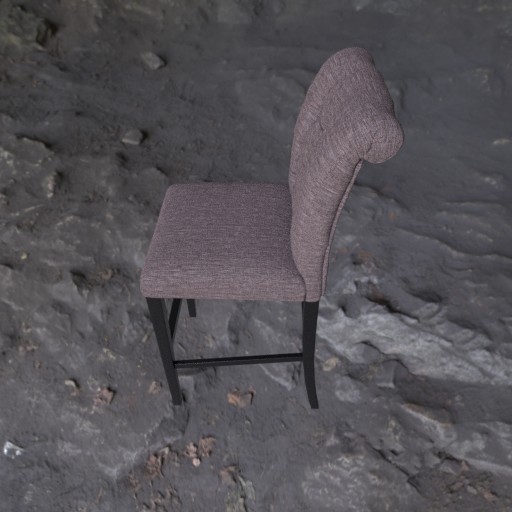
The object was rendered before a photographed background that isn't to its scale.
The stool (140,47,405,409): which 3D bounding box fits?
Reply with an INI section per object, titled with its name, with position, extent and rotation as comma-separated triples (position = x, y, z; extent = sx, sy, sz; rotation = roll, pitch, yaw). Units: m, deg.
[stool]
position = 0.000, 0.000, 1.388
extent = 0.613, 1.131, 0.452
rotation = 1, 44, 1
